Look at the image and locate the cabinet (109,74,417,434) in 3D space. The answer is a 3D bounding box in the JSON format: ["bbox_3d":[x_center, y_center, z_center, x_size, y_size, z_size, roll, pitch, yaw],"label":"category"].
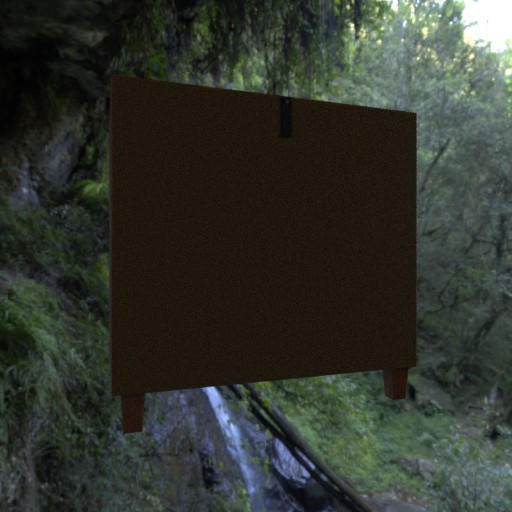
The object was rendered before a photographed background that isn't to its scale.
[{"bbox_3d":[0.000,0.000,1.273,0.796,0.785,0.412,0,0,-19],"label":"cabinet"}]
